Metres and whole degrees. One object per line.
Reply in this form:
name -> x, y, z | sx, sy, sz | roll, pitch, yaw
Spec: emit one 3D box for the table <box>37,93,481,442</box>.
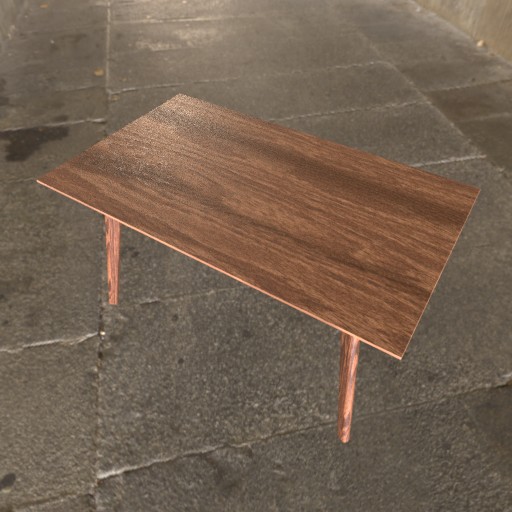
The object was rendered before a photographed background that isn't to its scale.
table -> 0.000, 0.000, 1.822 | 1.349, 0.724, 0.801 | 25, 50, 22
